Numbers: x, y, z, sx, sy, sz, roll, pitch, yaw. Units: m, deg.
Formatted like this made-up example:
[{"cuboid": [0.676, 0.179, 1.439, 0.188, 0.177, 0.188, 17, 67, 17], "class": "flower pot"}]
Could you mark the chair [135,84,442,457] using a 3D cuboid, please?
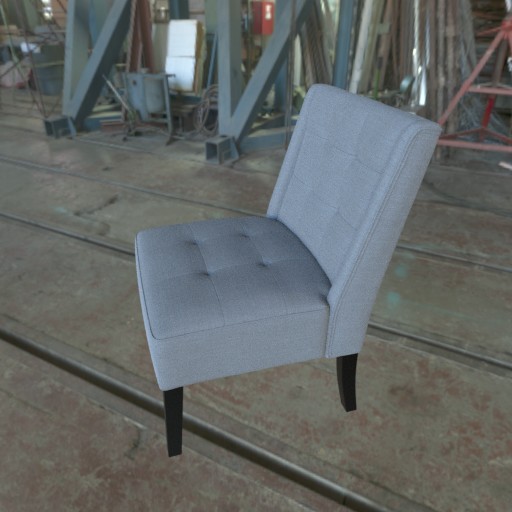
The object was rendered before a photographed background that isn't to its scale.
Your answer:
[{"cuboid": [0.000, 0.000, 1.286, 0.676, 0.853, 0.569, -9, 31, -15], "class": "chair"}]
